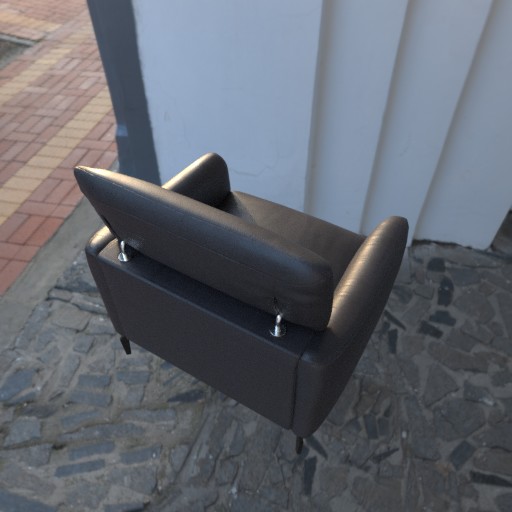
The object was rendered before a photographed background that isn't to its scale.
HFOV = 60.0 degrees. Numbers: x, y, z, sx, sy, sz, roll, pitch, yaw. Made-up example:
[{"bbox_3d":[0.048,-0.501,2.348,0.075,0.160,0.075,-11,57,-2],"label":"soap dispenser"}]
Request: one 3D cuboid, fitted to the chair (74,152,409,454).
[{"bbox_3d":[0.000,0.000,1.667,0.976,0.949,0.809,23,50,21],"label":"chair"}]
